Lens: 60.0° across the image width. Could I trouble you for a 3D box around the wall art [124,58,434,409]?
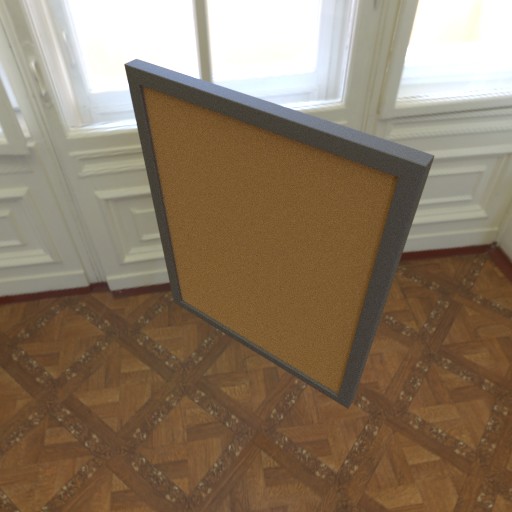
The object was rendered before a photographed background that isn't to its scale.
[{"bbox_3d":[0.000,0.000,0.765,0.458,0.558,0.029,27,51,24],"label":"wall art"}]
